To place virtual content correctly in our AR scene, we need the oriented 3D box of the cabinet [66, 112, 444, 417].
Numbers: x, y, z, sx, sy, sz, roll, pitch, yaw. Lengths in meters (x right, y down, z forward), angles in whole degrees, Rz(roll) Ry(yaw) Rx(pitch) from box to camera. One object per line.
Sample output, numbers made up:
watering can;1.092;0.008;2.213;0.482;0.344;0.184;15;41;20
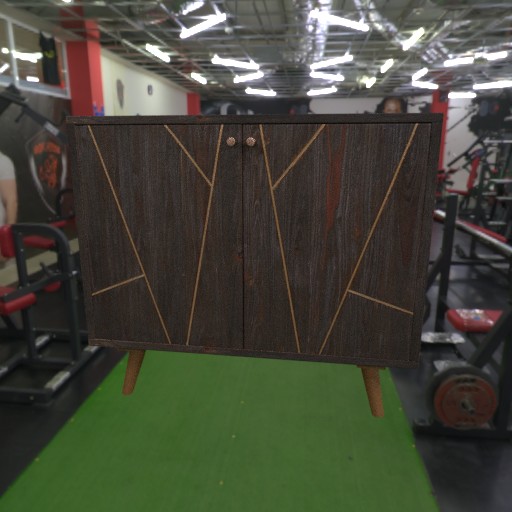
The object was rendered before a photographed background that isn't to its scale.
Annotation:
cabinet;0.000;0.000;1.517;1.023;0.897;0.529;2;15;8
